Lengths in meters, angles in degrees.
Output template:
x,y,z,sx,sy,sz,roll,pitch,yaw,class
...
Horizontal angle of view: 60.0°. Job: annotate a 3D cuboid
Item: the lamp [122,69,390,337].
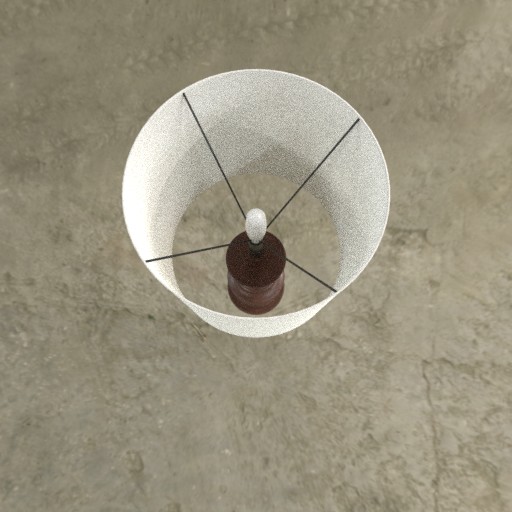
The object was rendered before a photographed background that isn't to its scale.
x,y,z,sx,sy,sz,roll,pitch,yaw,class
0.000,0.000,0.566,0.208,0.455,0.208,34,78,8,lamp
